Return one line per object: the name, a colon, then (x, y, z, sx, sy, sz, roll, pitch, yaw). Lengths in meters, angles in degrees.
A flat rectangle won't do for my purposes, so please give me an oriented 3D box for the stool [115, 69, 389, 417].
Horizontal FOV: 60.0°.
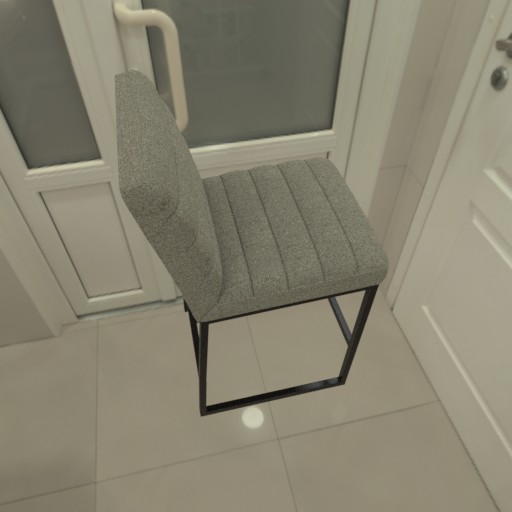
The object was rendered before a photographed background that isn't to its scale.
stool: (0.000, 0.000, 1.245, 0.560, 0.940, 0.460, -10, 48, -9)
